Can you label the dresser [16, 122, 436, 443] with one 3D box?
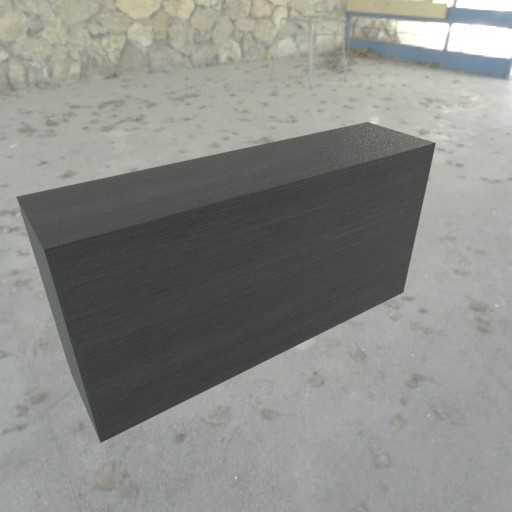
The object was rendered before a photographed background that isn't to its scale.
[{"bbox_3d":[0.000,0.000,1.871,1.590,0.795,0.400,-20,37,-28],"label":"dresser"}]
